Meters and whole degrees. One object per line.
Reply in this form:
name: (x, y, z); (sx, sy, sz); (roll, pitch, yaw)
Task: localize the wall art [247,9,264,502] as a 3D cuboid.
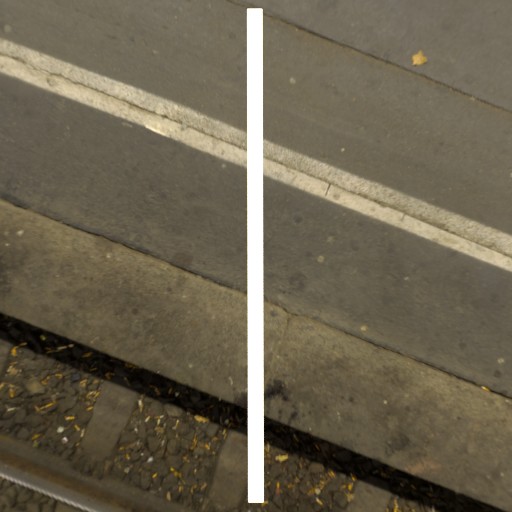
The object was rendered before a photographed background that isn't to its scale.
wall art: (0.000, 0.000, 1.409); (0.038, 0.767, 1.144); (0, 89, 0)
